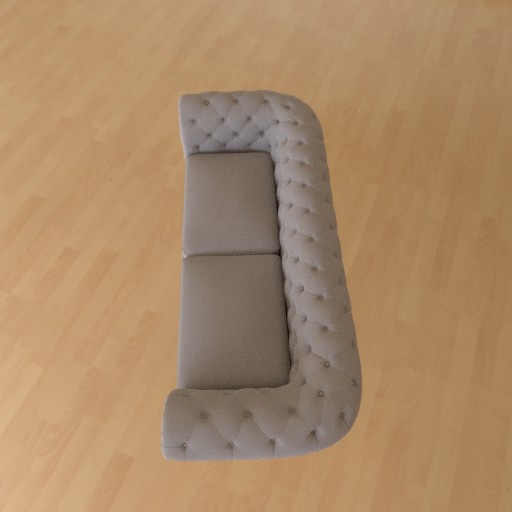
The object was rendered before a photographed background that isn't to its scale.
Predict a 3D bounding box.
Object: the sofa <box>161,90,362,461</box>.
[{"bbox_3d":[0.000,0.000,2.839,0.991,0.749,2.411,-2,61,-1],"label":"sofa"}]
